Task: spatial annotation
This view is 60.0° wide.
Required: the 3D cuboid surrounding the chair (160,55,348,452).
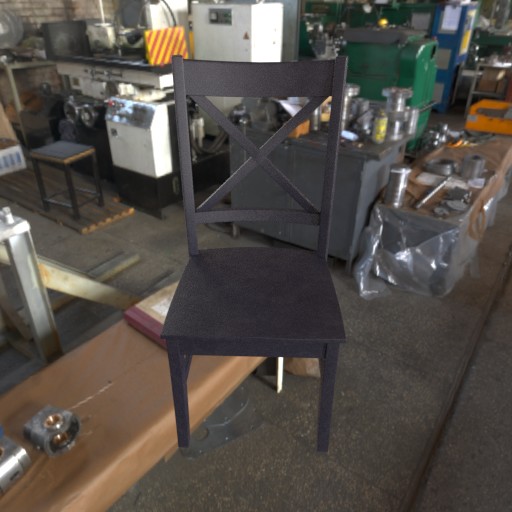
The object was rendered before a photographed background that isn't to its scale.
[{"bbox_3d":[0.000,0.000,1.248,0.485,0.983,0.542,1,30,2],"label":"chair"}]
